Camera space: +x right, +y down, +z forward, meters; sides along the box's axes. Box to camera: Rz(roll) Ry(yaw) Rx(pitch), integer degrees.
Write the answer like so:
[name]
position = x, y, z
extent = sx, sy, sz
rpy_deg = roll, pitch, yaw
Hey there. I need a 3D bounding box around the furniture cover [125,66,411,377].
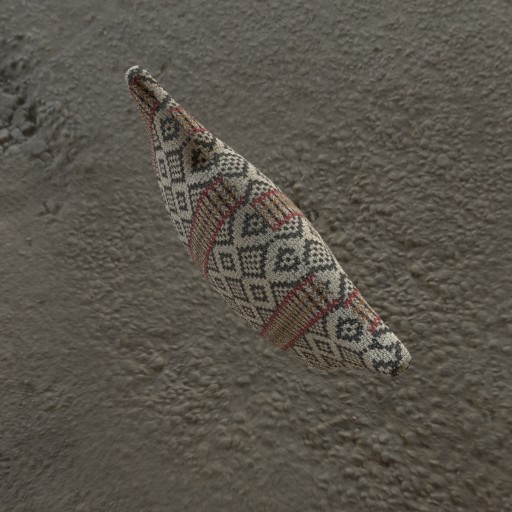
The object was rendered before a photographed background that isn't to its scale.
[furniture cover]
position = 0.000, 0.000, 0.771
extent = 0.182, 0.506, 0.503
rpy_deg = -40, 79, -9
